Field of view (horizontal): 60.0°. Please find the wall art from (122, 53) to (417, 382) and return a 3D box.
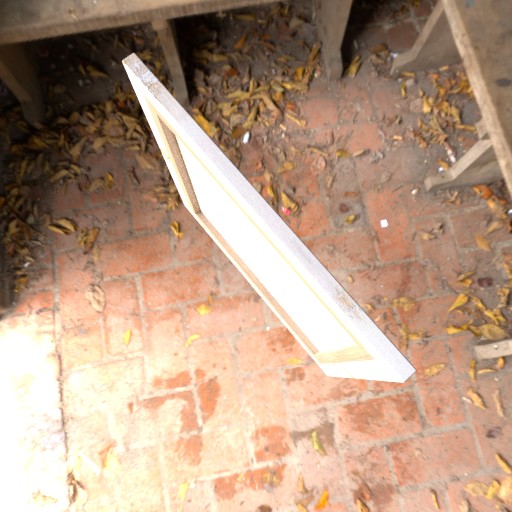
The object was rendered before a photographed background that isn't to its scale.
[{"bbox_3d":[0.000,0.000,1.516,0.040,1.018,1.015,-39,79,-9],"label":"wall art"}]
